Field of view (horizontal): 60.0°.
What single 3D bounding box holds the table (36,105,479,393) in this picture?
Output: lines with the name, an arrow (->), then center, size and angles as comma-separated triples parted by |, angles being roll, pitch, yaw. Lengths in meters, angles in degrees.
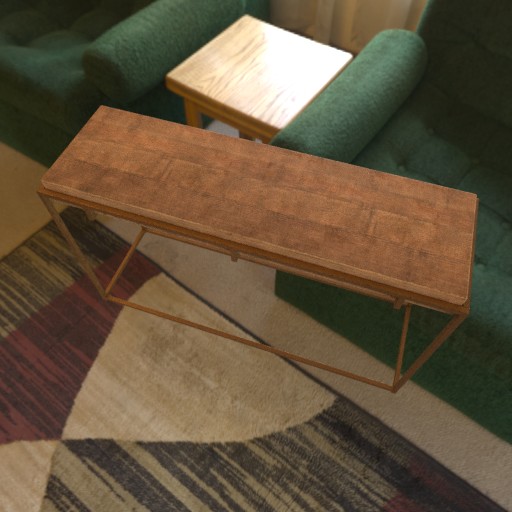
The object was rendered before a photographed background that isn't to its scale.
table -> 0.000, 0.000, 1.778 | 1.400, 0.820, 0.440 | 16, 58, 10
